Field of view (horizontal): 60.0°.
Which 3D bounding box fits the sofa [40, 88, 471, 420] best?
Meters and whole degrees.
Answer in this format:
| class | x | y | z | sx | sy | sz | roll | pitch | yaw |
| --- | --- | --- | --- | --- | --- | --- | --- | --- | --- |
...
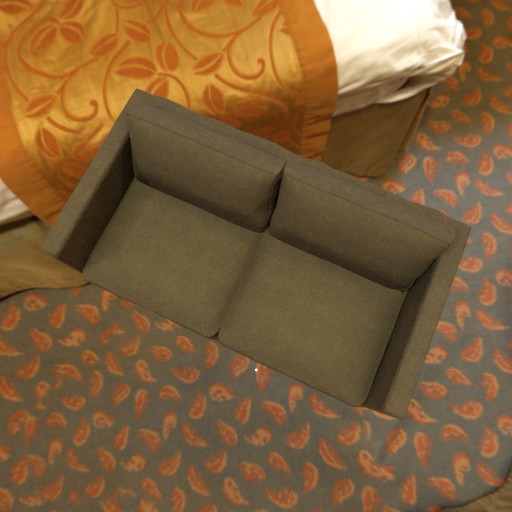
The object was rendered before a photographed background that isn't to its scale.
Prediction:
| class | x | y | z | sx | sy | sz | roll | pitch | yaw |
| --- | --- | --- | --- | --- | --- | --- | --- | --- | --- |
| sofa | 0.000 | 0.000 | 2.312 | 1.802 | 0.854 | 0.974 | 24 | 77 | 6 |
